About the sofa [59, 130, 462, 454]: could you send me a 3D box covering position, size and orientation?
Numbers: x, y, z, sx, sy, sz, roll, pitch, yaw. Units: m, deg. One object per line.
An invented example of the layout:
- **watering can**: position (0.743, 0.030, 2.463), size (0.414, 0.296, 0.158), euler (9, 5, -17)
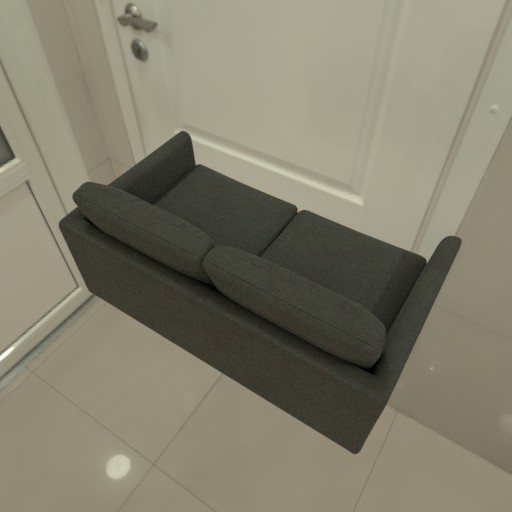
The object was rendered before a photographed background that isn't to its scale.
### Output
- **sofa**: position (0.000, 0.000, 2.526), size (1.909, 0.845, 1.091), euler (26, 53, 21)
